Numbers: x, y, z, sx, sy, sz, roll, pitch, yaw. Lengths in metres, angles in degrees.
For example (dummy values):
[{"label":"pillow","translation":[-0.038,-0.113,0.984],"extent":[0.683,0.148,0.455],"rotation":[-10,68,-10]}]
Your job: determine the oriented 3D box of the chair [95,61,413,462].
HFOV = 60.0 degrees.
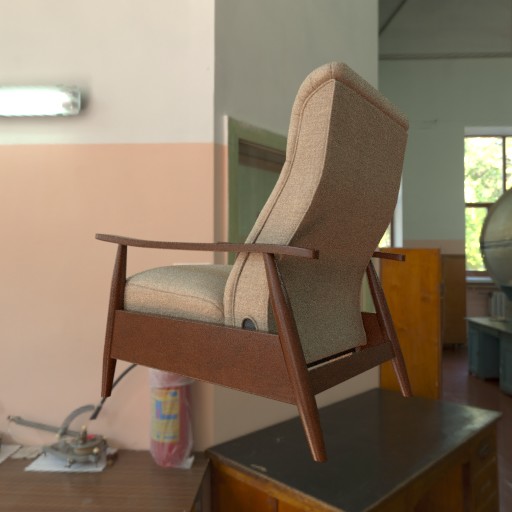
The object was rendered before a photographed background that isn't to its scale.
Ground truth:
[{"label":"chair","translation":[0.000,0.000,1.727],"extent":[1.014,1.082,0.762],"rotation":[-1,-2,37]}]
